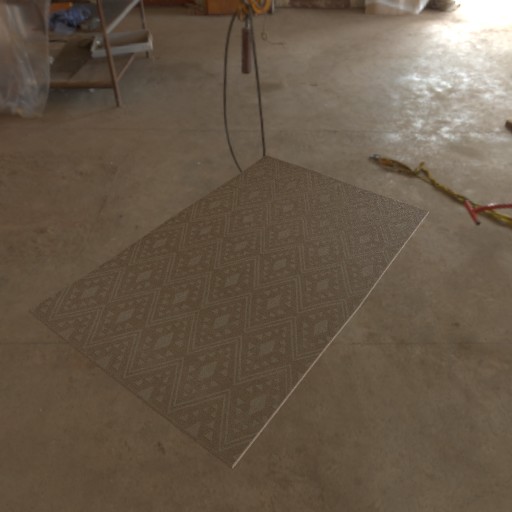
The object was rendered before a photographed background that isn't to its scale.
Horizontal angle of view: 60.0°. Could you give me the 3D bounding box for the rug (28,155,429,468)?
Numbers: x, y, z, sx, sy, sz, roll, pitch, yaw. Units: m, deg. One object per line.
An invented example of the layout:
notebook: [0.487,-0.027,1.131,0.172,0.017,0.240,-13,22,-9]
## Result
rug: [0.000,0.000,3.017,1.553,0.053,2.430,26,47,27]
